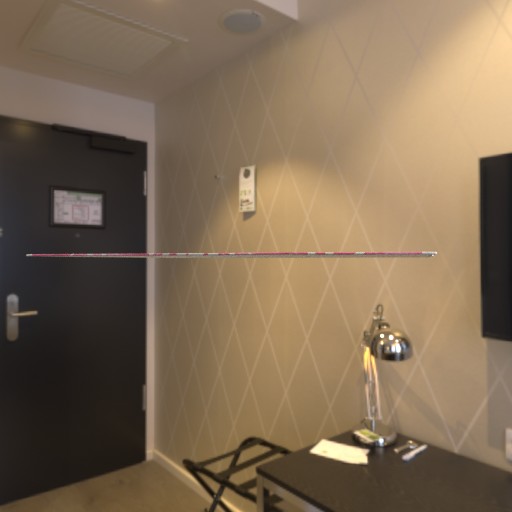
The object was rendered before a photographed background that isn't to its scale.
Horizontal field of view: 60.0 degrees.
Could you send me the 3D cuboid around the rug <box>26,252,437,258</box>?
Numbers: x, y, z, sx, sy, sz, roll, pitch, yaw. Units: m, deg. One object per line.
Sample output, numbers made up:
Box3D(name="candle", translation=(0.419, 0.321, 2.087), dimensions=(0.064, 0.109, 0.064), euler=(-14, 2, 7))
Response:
Box3D(name="rug", translation=(0.000, 0.000, 4.161), dimensions=(3.095, 0.016, 2.441), euler=(0, -1, 20))
